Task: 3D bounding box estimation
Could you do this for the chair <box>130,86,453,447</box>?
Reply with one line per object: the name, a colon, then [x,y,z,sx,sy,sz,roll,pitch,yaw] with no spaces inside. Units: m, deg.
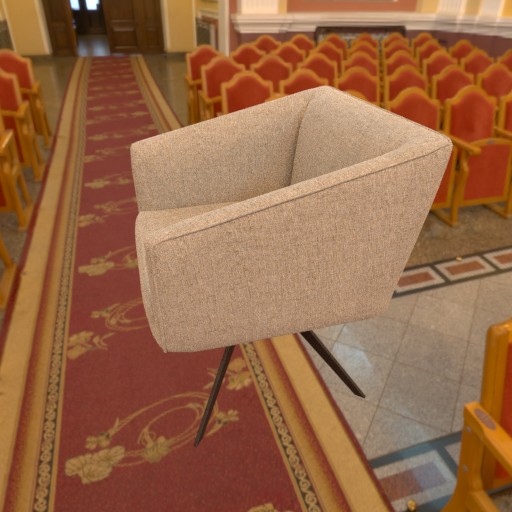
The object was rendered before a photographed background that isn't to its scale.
chair: [0.000,0.000,1.213,0.623,0.760,0.628,-9,32,-14]
